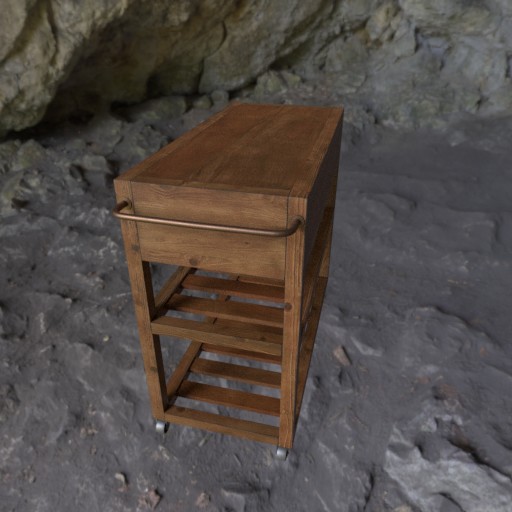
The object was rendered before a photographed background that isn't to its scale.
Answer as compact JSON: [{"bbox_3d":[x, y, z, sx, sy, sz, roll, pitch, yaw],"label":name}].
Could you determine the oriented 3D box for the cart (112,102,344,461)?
[{"bbox_3d":[0.000,0.000,1.517,0.445,0.830,1.065,7,30,12],"label":"cart"}]
